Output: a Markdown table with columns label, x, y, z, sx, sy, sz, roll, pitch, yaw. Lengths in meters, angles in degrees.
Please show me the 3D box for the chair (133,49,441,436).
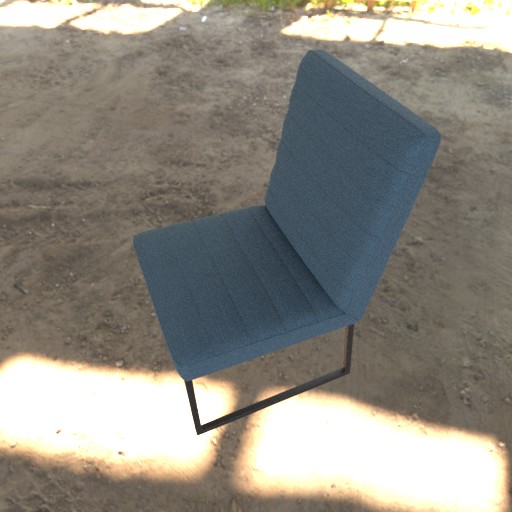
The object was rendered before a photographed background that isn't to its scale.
| label | x | y | z | sx | sy | sz | roll | pitch | yaw |
| --- | --- | --- | --- | --- | --- | --- | --- | --- | --- |
| chair | 0.000 | 0.000 | 1.288 | 0.634 | 0.930 | 0.520 | -17 | 47 | -16 |
